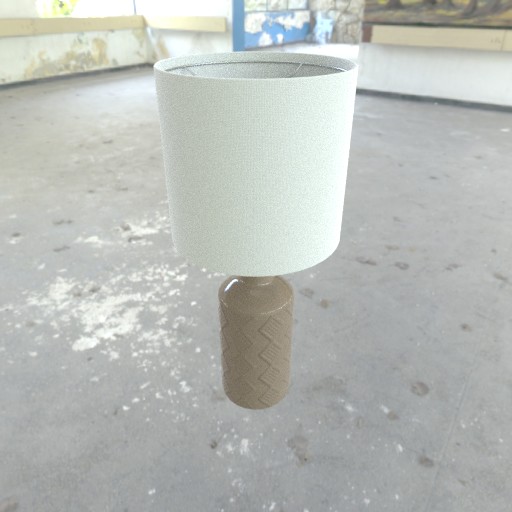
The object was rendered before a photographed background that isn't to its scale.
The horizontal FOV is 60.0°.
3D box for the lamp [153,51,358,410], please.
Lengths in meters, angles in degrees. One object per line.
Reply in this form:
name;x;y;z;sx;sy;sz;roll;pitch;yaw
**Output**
lamp;0.000;0.000;0.572;0.207;0.461;0.207;19;35;29
